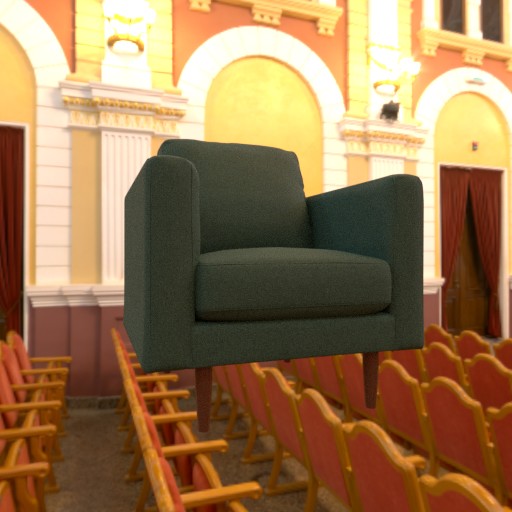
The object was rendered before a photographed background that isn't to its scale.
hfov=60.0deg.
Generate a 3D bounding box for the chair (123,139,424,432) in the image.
[{"bbox_3d":[0.000,0.000,1.560,0.855,0.927,0.800,0,0,-20],"label":"chair"}]
